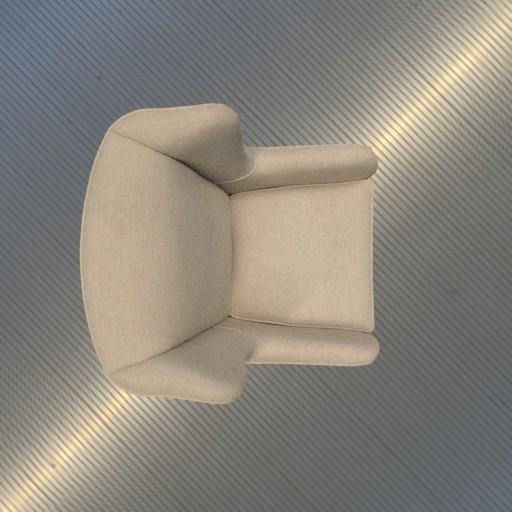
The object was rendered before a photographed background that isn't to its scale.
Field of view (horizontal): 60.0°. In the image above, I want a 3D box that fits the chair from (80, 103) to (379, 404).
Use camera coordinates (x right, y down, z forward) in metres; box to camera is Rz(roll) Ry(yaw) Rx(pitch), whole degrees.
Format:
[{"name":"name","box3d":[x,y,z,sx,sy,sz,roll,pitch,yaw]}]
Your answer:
[{"name":"chair","box3d":[0.000,0.000,1.714,0.966,1.040,0.838,0,89,1]}]
